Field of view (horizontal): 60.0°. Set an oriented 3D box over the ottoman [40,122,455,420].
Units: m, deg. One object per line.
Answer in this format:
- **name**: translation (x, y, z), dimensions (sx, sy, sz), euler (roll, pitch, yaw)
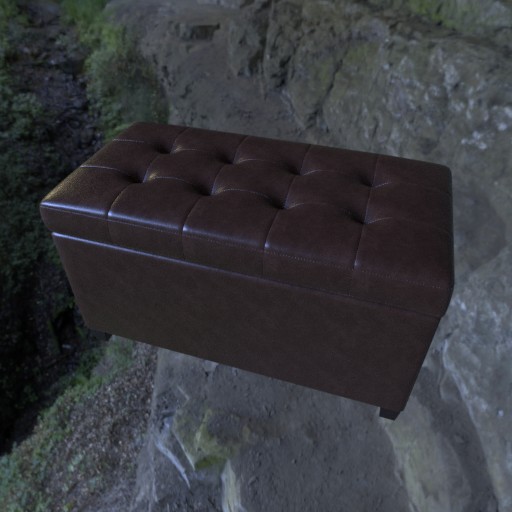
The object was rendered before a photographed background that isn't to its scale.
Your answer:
- **ottoman**: translation (0.000, 0.000, 1.116), dimensions (0.838, 0.470, 0.432), euler (12, 42, 13)
